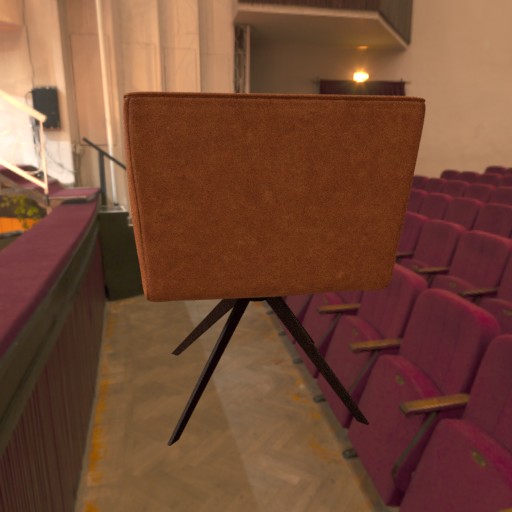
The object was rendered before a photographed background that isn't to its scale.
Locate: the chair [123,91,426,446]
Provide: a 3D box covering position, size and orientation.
[{"bbox_3d":[0.000,0.000,1.193,0.588,0.760,0.625,-2,14,-9],"label":"chair"}]
